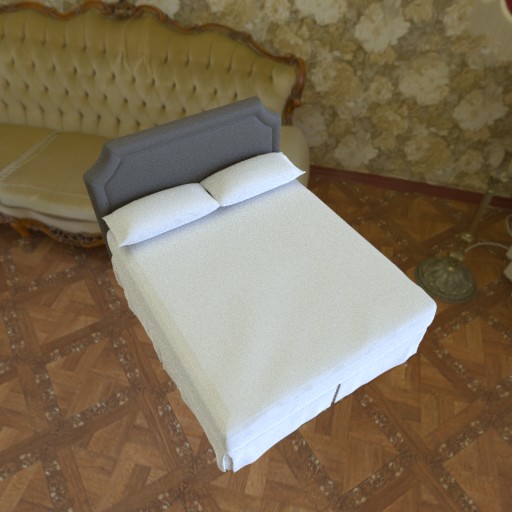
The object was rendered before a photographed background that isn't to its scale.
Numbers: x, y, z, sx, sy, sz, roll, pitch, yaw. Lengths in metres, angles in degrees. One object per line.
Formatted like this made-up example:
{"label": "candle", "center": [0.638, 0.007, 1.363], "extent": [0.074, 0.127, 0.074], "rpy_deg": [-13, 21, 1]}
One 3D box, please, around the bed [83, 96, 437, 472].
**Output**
{"label": "bed", "center": [0.000, 0.000, 3.980], "extent": [2.194, 1.561, 2.536], "rpy_deg": [-25, 52, -22]}
